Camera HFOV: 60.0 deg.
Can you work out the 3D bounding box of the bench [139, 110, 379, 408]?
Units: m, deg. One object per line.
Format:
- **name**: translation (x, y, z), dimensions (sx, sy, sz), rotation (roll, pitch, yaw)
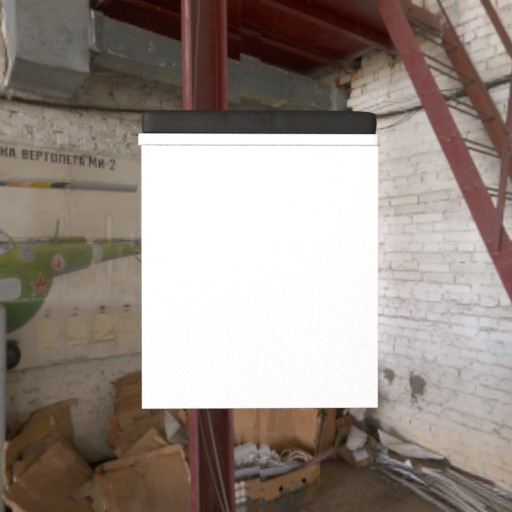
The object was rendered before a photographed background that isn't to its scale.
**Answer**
- **bench**: translation (0.000, 0.000, 1.182), dimensions (0.401, 0.500, 0.899), rotation (0, 0, -1)
